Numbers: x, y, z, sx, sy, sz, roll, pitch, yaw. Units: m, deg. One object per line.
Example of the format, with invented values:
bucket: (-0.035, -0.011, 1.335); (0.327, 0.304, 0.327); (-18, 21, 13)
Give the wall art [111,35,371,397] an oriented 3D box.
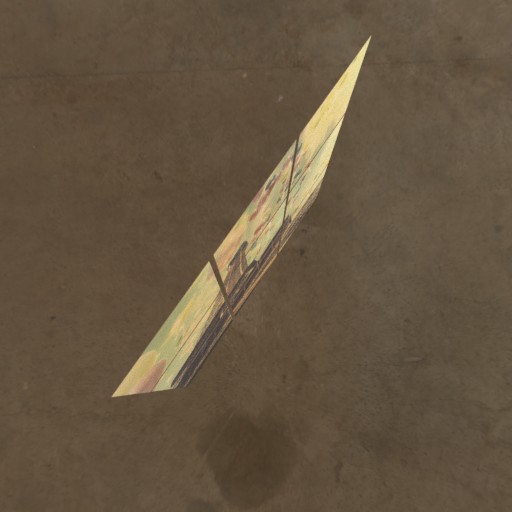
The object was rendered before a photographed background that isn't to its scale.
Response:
wall art: (0.000, 0.000, 2.180); (0.002, 1.505, 1.517); (33, 77, 8)
